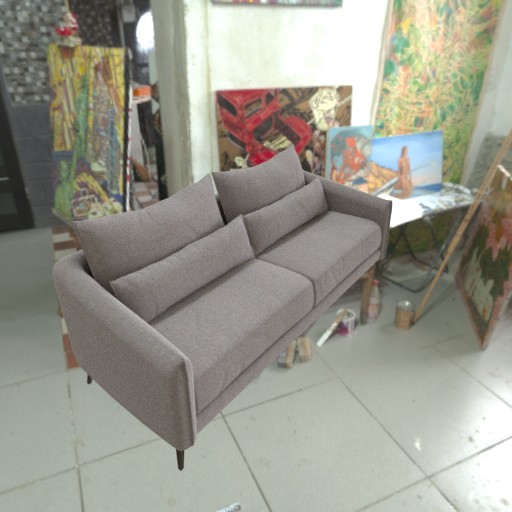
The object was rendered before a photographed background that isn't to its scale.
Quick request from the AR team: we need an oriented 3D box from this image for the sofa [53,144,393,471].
[{"bbox_3d":[0.000,0.000,2.433,0.809,0.833,2.022,18,32,32],"label":"sofa"}]
